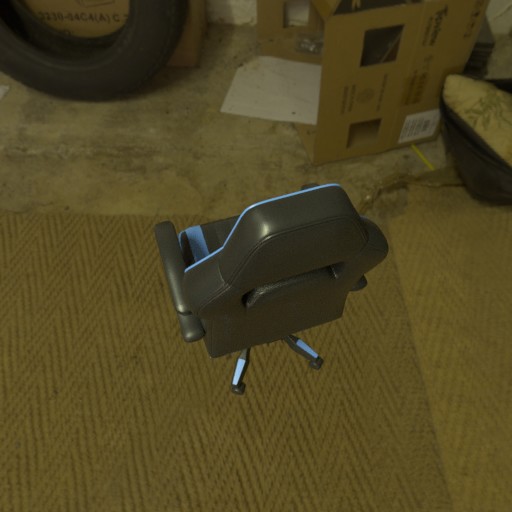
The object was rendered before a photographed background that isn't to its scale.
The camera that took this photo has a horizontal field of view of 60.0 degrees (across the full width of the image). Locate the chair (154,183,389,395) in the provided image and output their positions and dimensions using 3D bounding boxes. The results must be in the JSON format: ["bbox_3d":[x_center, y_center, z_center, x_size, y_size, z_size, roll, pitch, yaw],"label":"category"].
[{"bbox_3d":[0.000,0.000,1.652,0.700,1.280,0.700,-16,59,-10],"label":"chair"}]
